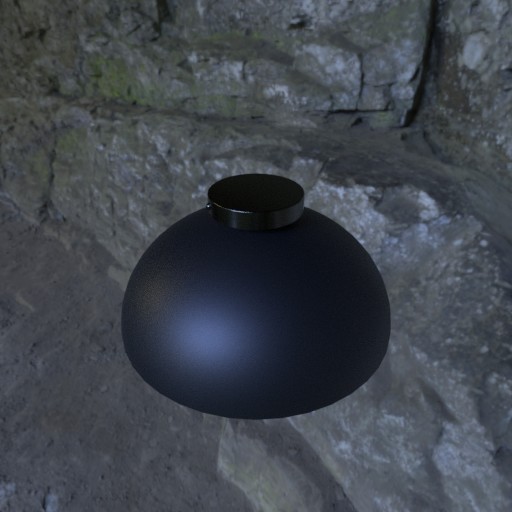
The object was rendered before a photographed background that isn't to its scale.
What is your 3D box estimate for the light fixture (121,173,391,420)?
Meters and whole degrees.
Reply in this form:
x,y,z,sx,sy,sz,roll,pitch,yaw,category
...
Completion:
x,y,z,sx,sy,sz,roll,pitch,yaw,category
0.000,0.000,0.560,0.355,0.177,0.355,0,32,0,light fixture
